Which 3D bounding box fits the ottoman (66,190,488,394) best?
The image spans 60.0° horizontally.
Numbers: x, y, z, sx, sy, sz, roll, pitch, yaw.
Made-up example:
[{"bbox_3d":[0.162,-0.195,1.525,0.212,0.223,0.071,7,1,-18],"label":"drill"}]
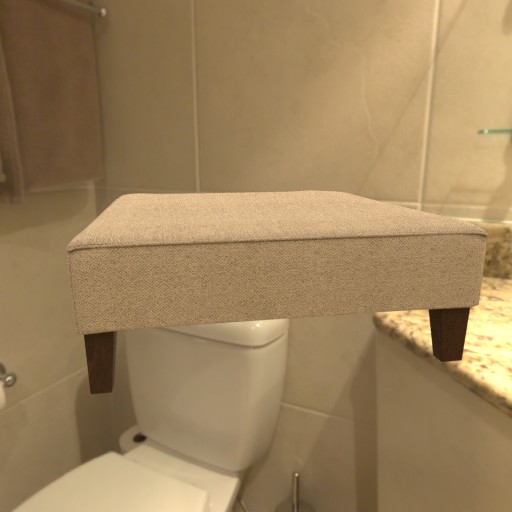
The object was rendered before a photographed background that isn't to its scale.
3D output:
[{"bbox_3d":[0.000,0.000,1.471,0.973,0.381,0.982,-2,14,-10],"label":"ottoman"}]
